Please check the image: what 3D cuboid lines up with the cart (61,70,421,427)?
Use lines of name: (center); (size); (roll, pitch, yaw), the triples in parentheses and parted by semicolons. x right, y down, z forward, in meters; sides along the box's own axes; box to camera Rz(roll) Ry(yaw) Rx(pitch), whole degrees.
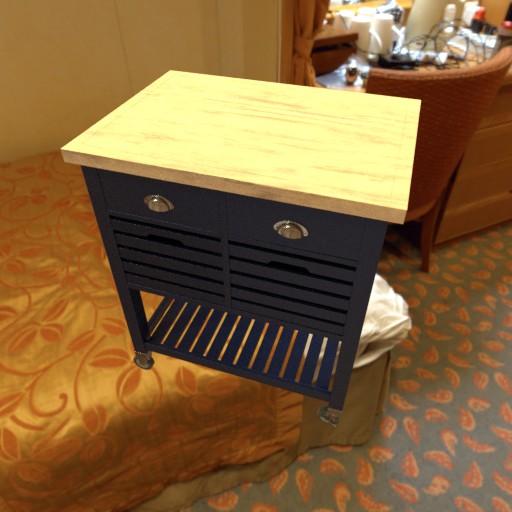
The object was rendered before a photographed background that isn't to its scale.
cart: (0.000, 0.000, 1.448); (0.797, 0.920, 0.567); (12, 43, 14)
